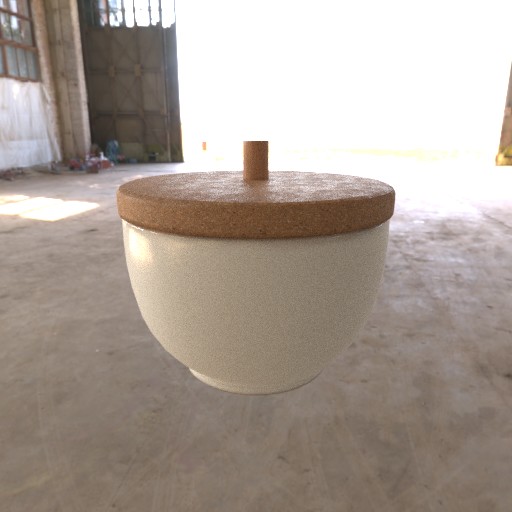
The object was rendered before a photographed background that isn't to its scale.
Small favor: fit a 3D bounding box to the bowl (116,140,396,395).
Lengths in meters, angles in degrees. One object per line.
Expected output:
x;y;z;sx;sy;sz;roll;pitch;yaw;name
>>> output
0.000;0.000;0.218;0.126;0.110;0.126;0;16;0;bowl
